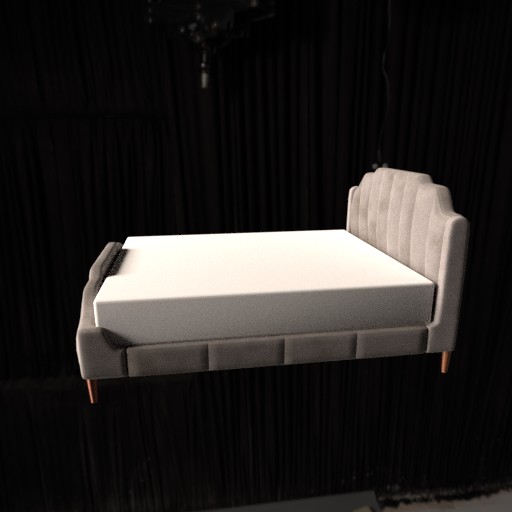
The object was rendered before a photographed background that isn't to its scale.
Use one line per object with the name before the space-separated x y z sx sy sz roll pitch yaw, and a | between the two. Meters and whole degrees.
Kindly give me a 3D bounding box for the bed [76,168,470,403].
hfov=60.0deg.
bed | 0.000 0.000 3.357 2.340 1.245 1.676 -2 15 -9
